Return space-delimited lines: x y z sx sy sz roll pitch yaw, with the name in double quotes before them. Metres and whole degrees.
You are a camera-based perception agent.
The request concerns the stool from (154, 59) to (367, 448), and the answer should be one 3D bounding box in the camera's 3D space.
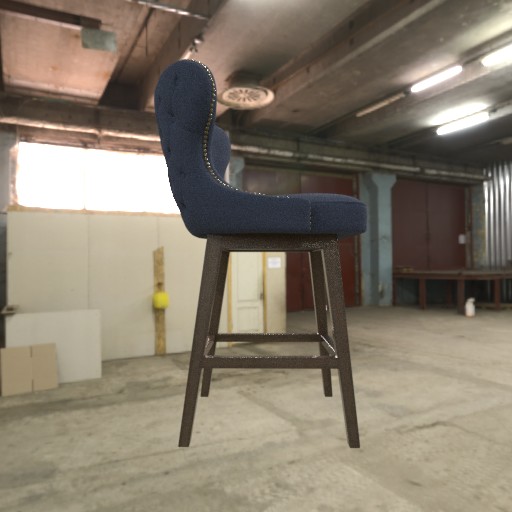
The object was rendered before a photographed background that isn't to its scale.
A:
"stool" 0.000 0.000 1.348 0.597 0.972 0.615 0 -1 1
